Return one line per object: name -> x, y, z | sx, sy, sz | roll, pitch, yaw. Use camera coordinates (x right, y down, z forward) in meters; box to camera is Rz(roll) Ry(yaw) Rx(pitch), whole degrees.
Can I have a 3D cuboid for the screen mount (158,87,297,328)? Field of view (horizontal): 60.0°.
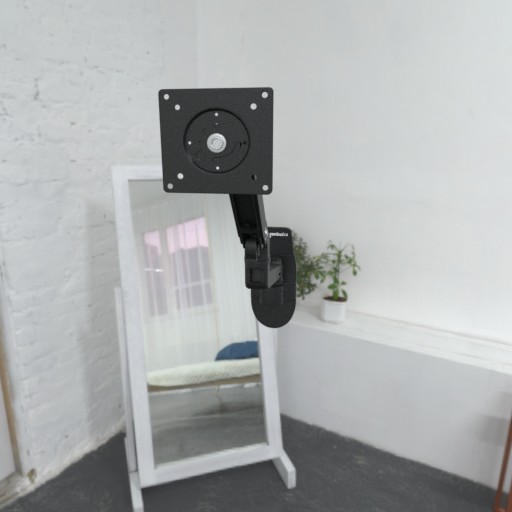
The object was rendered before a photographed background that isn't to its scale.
screen mount -> 0.000, 0.000, 0.724 | 0.115, 0.466, 0.495 | 2, 15, 9
